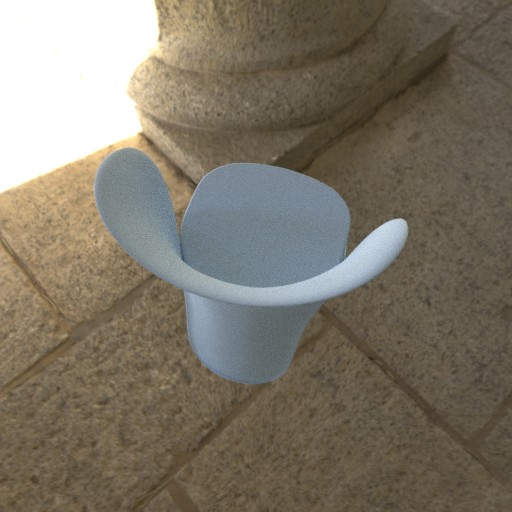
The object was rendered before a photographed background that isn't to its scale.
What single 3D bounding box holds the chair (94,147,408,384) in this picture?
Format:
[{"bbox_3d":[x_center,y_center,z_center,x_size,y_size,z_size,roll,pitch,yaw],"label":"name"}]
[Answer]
[{"bbox_3d":[0.000,0.000,0.860,0.451,0.554,0.402,16,64,8],"label":"chair"}]
